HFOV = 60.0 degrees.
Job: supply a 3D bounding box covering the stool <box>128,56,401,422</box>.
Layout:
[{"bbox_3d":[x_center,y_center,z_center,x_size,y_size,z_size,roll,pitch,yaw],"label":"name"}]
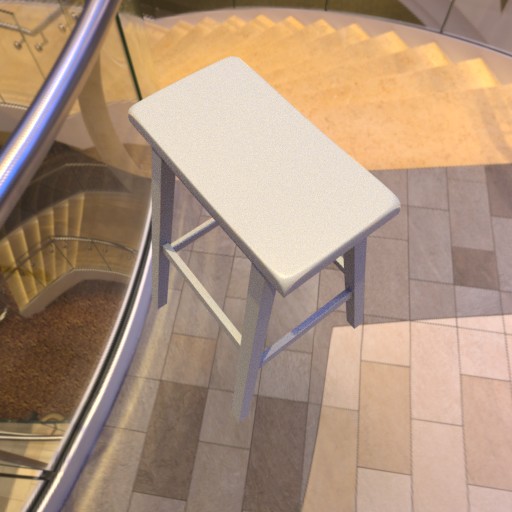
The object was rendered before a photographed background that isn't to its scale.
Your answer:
[{"bbox_3d":[0.000,0.000,1.060,0.476,0.737,0.457,-34,67,-17],"label":"stool"}]
